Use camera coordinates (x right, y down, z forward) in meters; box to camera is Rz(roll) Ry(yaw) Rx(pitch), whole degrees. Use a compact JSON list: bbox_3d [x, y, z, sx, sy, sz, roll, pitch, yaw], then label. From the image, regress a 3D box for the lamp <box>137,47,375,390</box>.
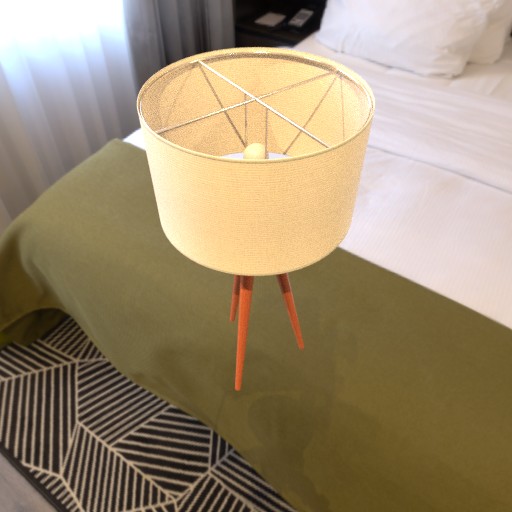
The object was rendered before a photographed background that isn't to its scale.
[{"bbox_3d":[0.000,0.000,0.925,0.354,0.709,0.355,3,46,3],"label":"lamp"}]
